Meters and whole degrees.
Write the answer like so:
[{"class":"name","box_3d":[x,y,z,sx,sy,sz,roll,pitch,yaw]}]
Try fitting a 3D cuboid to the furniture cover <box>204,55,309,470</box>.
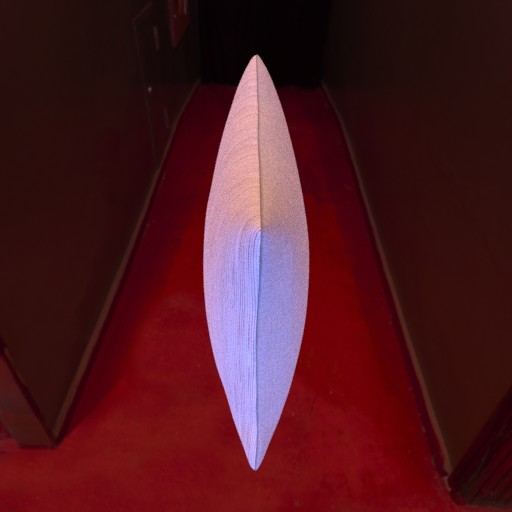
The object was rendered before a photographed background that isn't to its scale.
[{"class":"furniture cover","box_3d":[0.000,0.000,0.762,0.178,0.506,0.512,0,42,0]}]
